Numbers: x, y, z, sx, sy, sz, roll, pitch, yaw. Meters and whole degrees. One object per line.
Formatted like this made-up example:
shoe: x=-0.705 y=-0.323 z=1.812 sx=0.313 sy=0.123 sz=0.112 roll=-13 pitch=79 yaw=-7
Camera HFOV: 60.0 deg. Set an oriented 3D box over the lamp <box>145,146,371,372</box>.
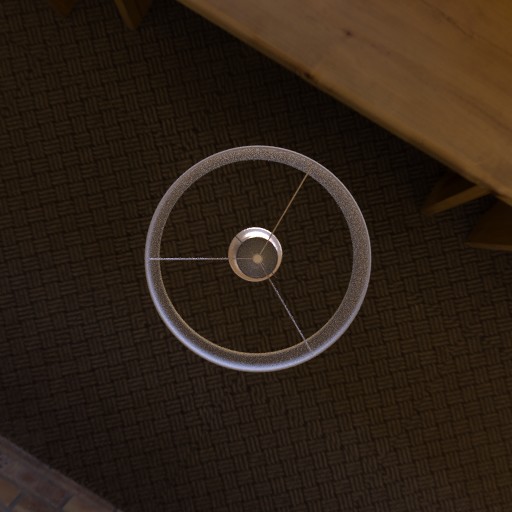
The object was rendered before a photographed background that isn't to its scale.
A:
lamp: x=0.000 y=0.000 z=0.860 sx=0.331 sy=0.698 sz=0.331 roll=0 pitch=91 yaw=0
